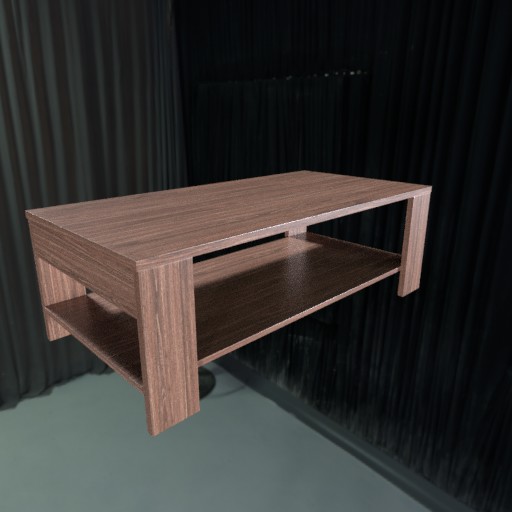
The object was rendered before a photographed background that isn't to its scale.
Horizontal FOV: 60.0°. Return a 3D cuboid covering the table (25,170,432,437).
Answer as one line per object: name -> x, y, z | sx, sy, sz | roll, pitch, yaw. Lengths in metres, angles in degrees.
table -> 0.000, 0.000, 1.482 | 1.200, 0.400, 0.600 | -17, 25, -41
